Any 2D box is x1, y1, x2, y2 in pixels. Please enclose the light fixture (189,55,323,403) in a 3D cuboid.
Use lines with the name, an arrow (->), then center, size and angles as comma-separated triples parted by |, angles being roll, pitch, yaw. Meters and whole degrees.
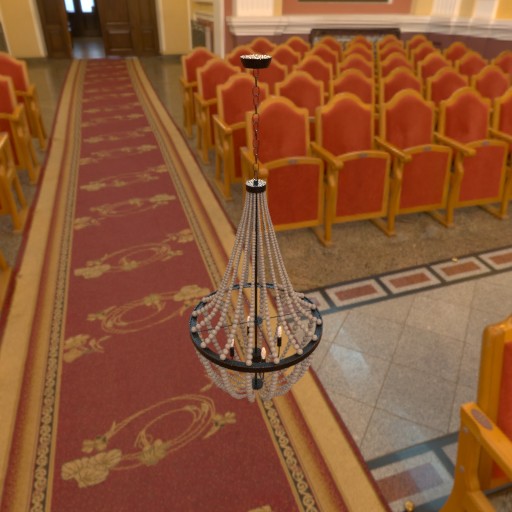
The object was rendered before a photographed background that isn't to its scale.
light fixture -> 0.000, 0.000, 1.373 | 0.450, 1.133, 0.450 | 0, 31, 0
